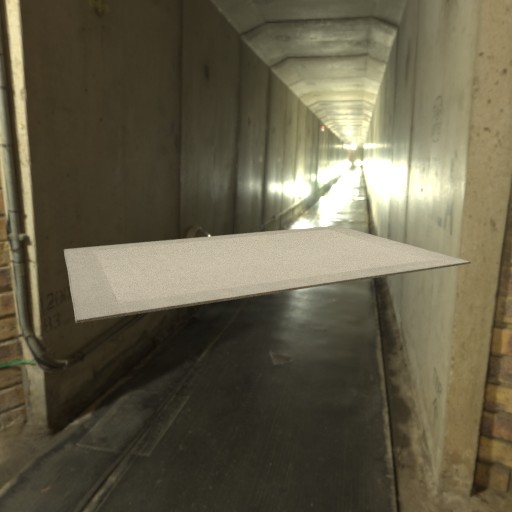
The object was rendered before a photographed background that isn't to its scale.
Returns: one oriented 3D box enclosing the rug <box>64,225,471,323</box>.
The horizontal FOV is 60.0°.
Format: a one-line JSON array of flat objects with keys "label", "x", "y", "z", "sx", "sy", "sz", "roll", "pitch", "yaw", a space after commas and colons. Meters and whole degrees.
[{"label": "rug", "x": 0.000, "y": 0.000, "z": 3.109, "sx": 2.438, "sy": 0.014, "sz": 1.524, "roll": -6, "pitch": 15, "yaw": -24}]
